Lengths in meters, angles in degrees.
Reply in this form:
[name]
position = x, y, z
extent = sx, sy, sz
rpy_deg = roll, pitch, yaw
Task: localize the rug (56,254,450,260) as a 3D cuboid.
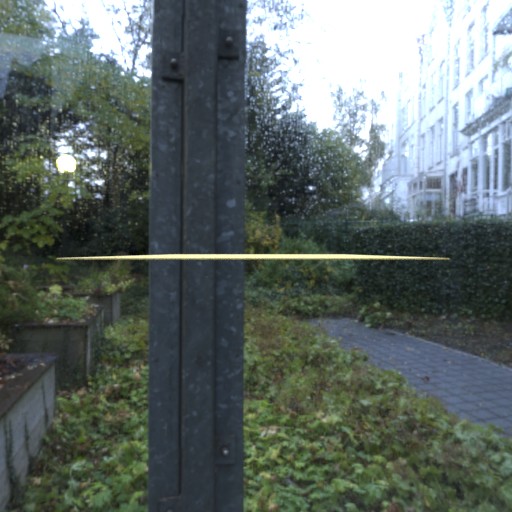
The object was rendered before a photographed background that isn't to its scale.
[rug]
position = 0.000, 0.000, 2.858
extent = 1.524, 0.006, 2.286
rpy_deg = 0, 1, 1
